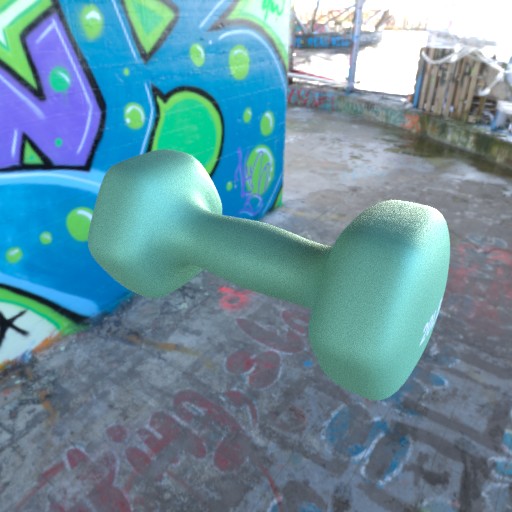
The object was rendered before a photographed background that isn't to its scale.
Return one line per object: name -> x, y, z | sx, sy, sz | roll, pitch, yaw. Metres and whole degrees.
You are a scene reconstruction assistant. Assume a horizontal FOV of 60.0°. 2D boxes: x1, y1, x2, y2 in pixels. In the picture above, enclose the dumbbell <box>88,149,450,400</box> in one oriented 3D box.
dumbbell -> 0.000, 0.000, 0.330 | 0.260, 0.117, 0.129 | 19, 35, 30
